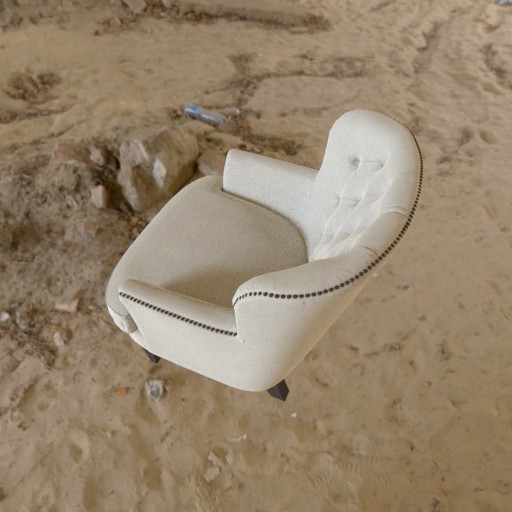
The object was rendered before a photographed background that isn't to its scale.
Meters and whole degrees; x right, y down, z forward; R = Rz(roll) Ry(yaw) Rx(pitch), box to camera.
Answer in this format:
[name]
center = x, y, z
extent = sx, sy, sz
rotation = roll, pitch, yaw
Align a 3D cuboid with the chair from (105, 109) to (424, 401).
[chair]
center = 0.000, 0.000, 1.548
extent = 0.906, 0.868, 0.848
rotation = 18, 50, 15
